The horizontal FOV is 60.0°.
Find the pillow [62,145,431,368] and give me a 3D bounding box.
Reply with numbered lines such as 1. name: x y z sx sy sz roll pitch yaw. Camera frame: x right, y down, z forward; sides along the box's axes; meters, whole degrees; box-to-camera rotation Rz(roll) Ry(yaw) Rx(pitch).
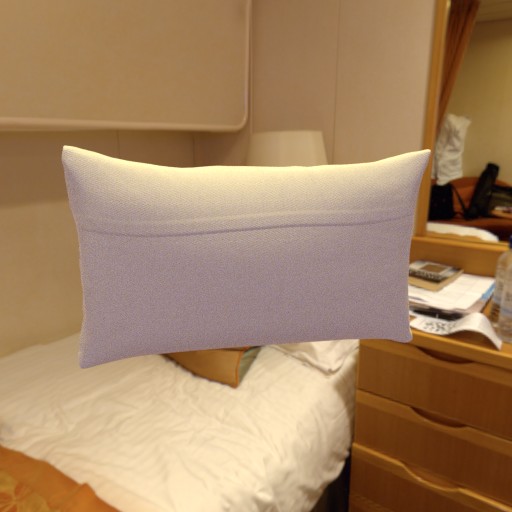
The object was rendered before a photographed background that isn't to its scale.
1. pillow: 0.000 0.000 0.629 0.506 0.305 0.139 -3 15 -10
